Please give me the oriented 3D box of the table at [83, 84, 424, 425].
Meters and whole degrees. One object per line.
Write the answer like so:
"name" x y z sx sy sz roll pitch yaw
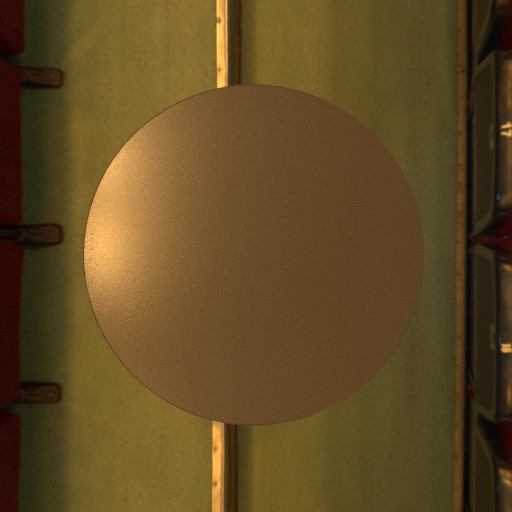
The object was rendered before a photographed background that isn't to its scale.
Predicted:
"table" 0.000 0.000 0.922 0.500 0.550 0.500 0 89 1
